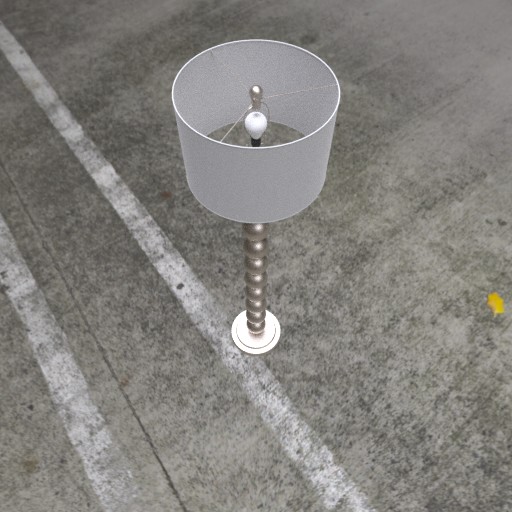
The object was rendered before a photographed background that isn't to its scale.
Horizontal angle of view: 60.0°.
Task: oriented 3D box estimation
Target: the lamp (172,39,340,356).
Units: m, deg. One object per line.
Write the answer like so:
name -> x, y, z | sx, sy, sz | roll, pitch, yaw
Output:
lamp -> 0.000, 0.000, 1.651 | 0.394, 1.474, 0.394 | -32, 63, -18
